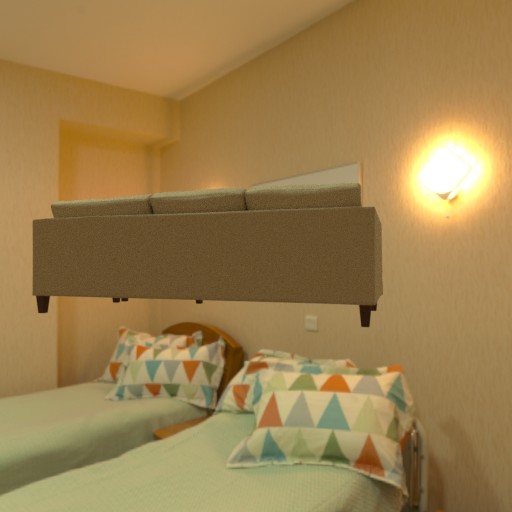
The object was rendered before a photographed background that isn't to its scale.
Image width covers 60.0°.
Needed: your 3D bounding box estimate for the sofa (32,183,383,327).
[{"bbox_3d":[0.000,0.000,4.350,2.432,0.863,3.182,0,-1,18],"label":"sofa"}]
